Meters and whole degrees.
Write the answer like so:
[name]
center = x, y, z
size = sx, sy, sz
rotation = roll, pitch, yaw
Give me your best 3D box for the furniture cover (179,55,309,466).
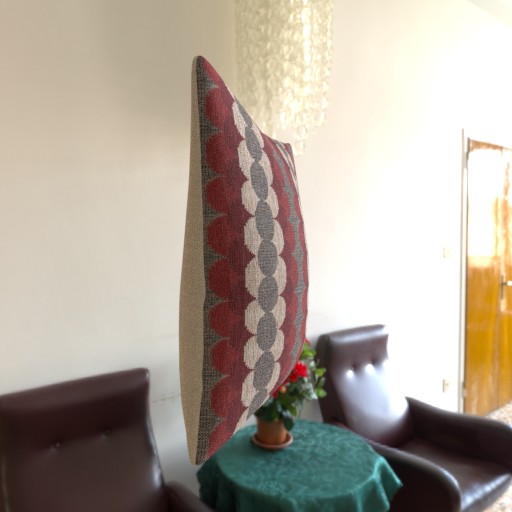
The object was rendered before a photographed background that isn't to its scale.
[furniture cover]
center = 0.000, 0.000, 0.649
size = 0.145, 0.420, 0.435
rotation = 1, 2, 17
